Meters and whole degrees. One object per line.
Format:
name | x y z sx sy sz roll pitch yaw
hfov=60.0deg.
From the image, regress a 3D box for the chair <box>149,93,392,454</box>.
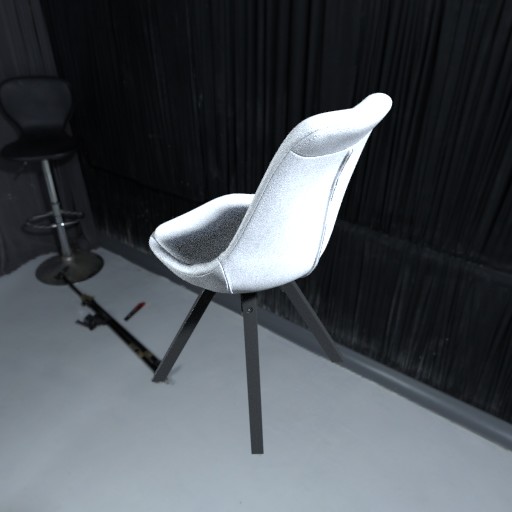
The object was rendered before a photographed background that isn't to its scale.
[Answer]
chair | 0.000 0.000 1.179 0.550 0.850 0.485 22 38 32
